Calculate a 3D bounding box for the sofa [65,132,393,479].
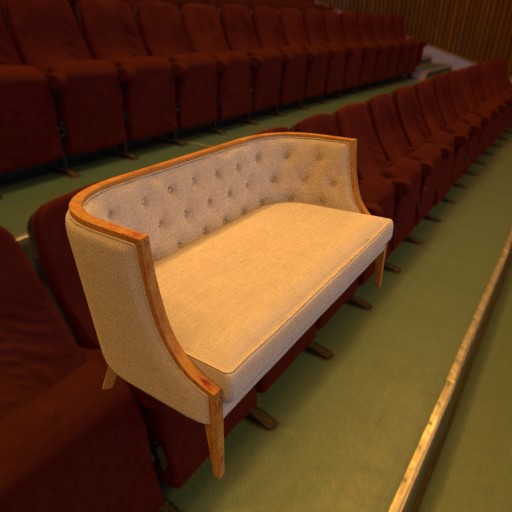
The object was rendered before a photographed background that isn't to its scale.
[{"bbox_3d":[0.000,0.000,1.927,0.770,0.775,1.474,17,32,30],"label":"sofa"}]
